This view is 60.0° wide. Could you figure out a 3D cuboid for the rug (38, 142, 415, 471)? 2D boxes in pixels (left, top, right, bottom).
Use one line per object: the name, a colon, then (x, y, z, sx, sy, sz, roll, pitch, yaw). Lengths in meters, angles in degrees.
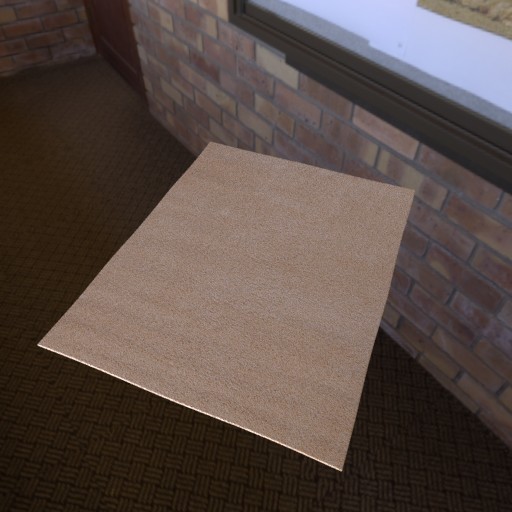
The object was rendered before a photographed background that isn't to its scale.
rug: (0.000, 0.000, 4.044, 2.400, 0.025, 3.000, 17, 50, 15)
